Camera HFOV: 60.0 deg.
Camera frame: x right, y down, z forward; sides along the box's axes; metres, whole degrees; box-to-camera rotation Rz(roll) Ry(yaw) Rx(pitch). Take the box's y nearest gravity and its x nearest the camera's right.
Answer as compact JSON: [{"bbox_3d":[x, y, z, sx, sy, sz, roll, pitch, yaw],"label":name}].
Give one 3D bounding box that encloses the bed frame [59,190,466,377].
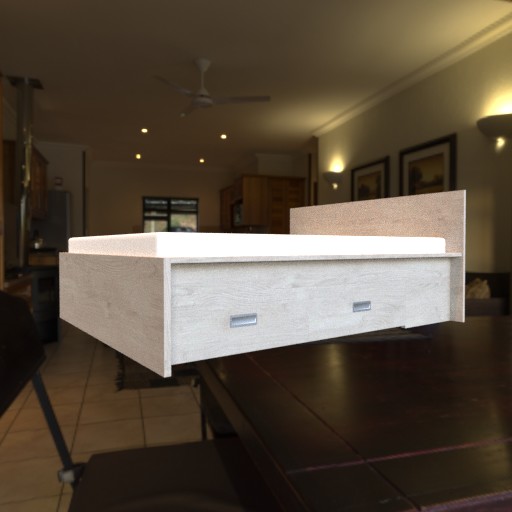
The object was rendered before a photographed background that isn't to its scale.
[{"bbox_3d":[0.000,0.000,2.775,1.960,0.800,1.622,-1,2,-36],"label":"bed frame"}]
